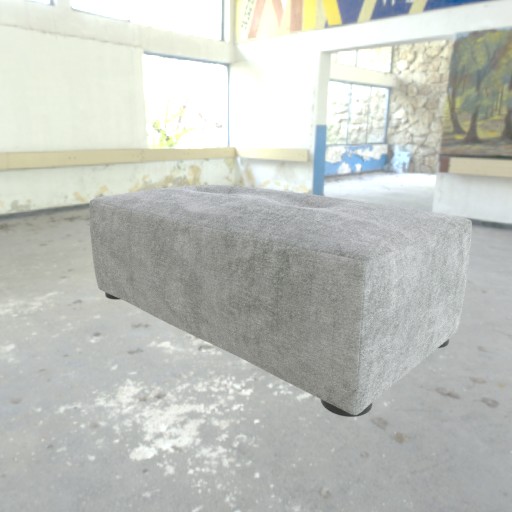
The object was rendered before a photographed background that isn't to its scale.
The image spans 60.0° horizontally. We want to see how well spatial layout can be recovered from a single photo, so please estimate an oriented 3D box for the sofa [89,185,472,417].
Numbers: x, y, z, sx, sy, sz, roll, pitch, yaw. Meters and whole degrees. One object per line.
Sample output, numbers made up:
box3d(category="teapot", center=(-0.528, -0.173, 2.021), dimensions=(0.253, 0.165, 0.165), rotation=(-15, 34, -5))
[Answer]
box3d(category="sofa", center=(0.000, 0.000, 1.172), dimensions=(0.930, 0.330, 0.480), rotation=(15, 21, 42))
